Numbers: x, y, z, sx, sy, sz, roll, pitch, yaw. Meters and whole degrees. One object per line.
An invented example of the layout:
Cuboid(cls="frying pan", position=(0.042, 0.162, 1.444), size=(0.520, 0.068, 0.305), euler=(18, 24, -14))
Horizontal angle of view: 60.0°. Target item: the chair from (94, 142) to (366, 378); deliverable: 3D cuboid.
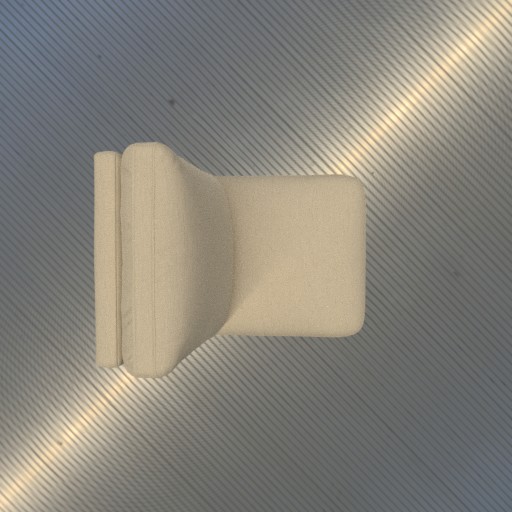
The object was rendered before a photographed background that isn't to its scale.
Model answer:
Cuboid(cls="chair", position=(0.000, 0.000, 1.350), size=(0.698, 0.927, 0.503), euler=(0, 91, 1))
